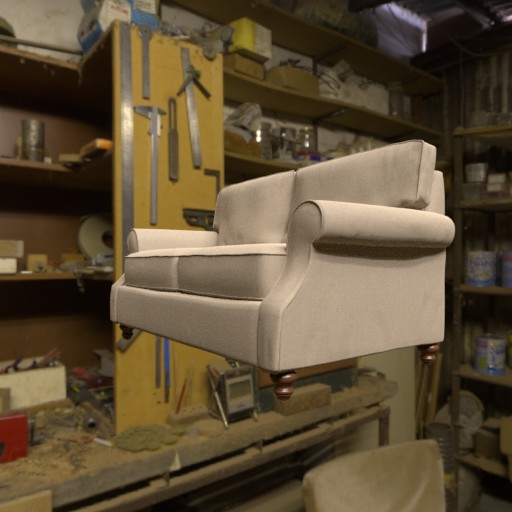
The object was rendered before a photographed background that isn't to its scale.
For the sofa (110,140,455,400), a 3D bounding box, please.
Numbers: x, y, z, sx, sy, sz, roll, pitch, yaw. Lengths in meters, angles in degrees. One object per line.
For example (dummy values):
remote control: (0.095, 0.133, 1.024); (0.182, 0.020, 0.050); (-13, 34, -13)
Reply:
sofa: (0.000, 0.000, 2.201); (0.964, 0.937, 1.665); (1, -1, -37)
